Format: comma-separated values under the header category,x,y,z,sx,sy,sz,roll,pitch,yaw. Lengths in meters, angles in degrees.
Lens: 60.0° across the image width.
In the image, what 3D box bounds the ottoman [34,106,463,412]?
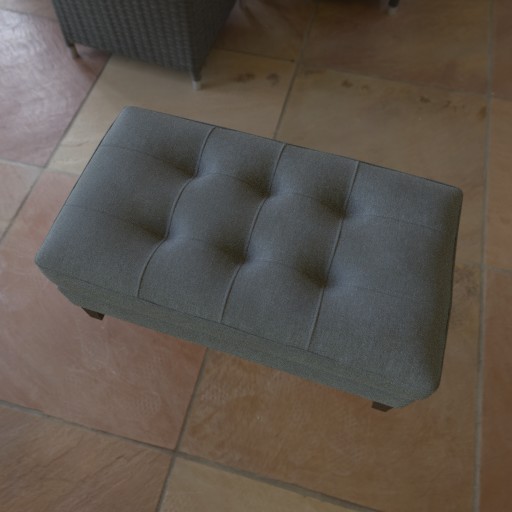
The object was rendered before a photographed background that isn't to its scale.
category,x,y,z,sx,sy,sz,roll,pitch,yaw
ottoman,0.000,0.000,1.449,1.143,0.514,0.648,16,64,8
